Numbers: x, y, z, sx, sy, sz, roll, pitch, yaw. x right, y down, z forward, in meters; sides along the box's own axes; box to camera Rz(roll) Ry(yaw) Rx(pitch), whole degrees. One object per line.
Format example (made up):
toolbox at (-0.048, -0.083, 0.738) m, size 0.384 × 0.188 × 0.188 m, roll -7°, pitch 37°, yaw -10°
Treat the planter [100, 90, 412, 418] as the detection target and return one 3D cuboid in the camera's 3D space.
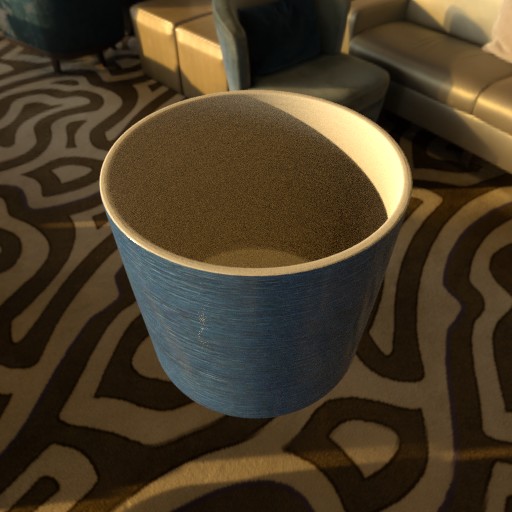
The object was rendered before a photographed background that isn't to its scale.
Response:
planter at (0.000, 0.000, 0.395) m, size 0.221 × 0.201 × 0.221 m, roll 0°, pitch 47°, yaw 0°
